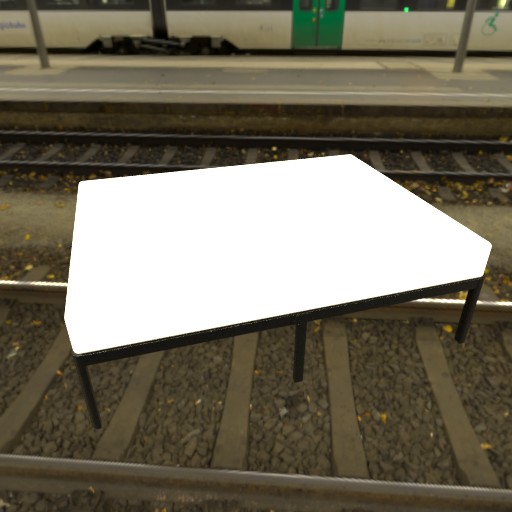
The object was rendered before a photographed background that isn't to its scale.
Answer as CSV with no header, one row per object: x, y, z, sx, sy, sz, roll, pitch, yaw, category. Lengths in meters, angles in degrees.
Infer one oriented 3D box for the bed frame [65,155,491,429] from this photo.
0.000,0.000,2.777,2.072,0.659,1.557,-9,32,-15,bed frame
